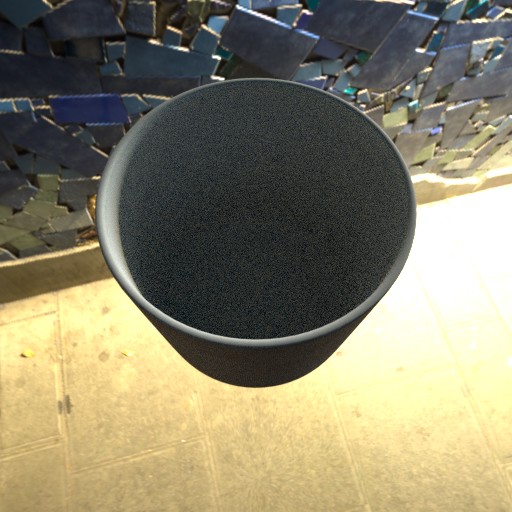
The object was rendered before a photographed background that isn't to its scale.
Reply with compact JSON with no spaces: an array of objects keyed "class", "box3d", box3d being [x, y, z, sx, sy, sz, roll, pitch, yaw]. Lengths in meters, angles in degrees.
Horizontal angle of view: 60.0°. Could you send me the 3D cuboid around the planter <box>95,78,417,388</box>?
[{"class":"planter","box3d":[0.000,0.000,0.788,0.440,0.398,0.440,0,63,0]}]
